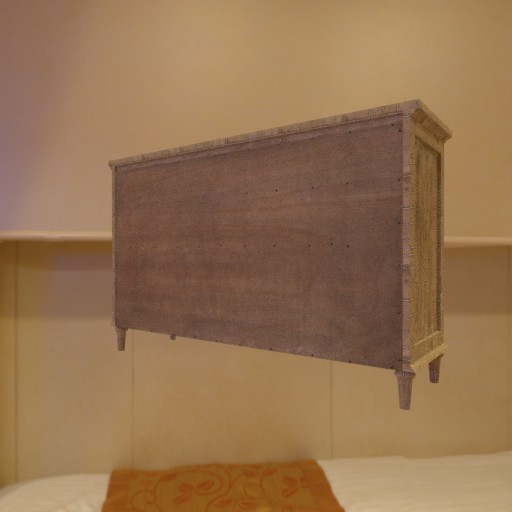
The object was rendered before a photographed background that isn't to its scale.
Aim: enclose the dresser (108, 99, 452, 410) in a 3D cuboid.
[{"bbox_3d":[0.000,0.000,2.086,1.626,1.016,0.457,0,0,36],"label":"dresser"}]
